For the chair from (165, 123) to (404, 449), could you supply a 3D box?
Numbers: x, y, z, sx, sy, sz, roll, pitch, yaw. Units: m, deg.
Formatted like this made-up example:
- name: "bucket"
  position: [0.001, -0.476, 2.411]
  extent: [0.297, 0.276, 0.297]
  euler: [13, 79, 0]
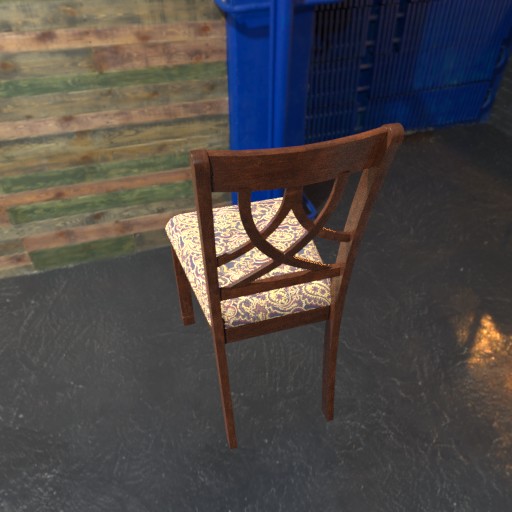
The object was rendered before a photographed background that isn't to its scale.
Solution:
- name: "chair"
  position: [0.000, 0.000, 1.273]
  extent: [0.457, 0.965, 0.584]
  euler: [-11, 41, -13]
